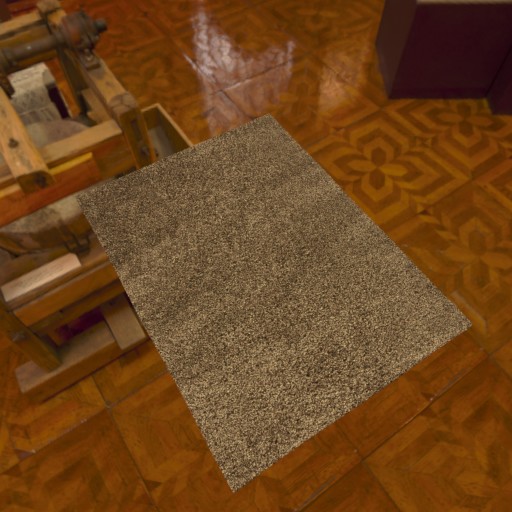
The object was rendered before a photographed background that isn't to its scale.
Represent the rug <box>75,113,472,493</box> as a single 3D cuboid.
[{"bbox_3d":[0.000,0.000,2.101,1.198,0.025,1.601,-28,62,-17],"label":"rug"}]
